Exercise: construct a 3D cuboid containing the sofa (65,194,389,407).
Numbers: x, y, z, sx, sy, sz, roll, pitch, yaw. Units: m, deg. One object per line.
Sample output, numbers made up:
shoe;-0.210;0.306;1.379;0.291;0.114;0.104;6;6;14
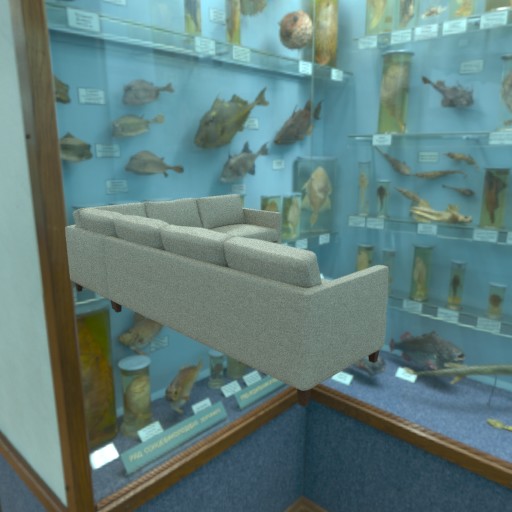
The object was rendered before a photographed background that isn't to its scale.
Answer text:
sofa;0.000;0.000;4.480;3.333;0.934;2.522;13;18;43
